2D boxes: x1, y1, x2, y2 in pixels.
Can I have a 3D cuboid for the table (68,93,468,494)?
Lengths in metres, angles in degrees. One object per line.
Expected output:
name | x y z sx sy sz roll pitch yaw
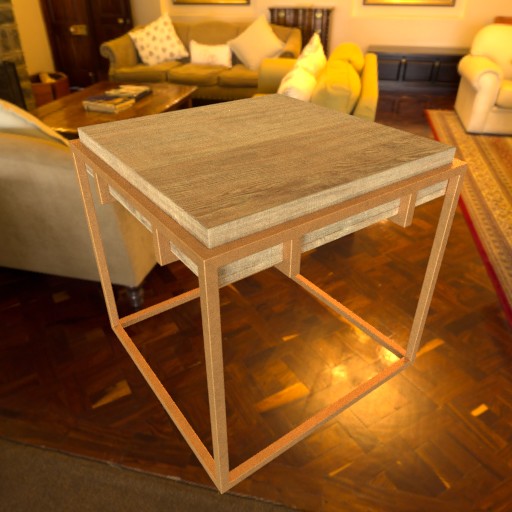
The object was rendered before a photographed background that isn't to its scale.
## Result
table | 0.000 0.000 1.071 0.599 0.584 0.599 -21 38 -29
